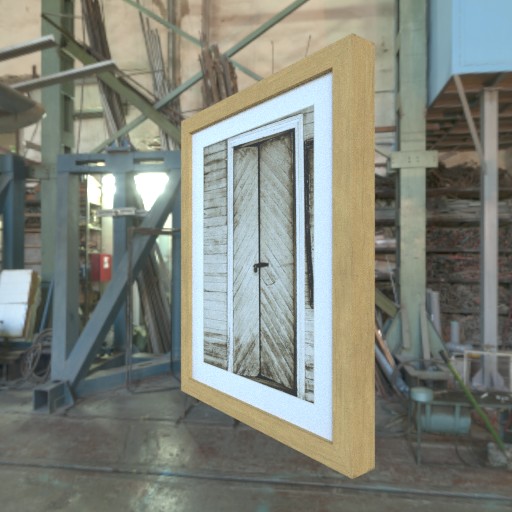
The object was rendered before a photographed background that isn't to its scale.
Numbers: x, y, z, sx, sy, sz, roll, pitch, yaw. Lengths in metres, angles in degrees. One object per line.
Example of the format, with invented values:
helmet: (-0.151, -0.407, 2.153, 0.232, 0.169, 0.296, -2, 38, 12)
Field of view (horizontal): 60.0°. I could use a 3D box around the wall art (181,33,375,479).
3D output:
wall art: (0.000, 0.000, 0.511, 0.030, 0.380, 0.312, 0, 0, -37)
